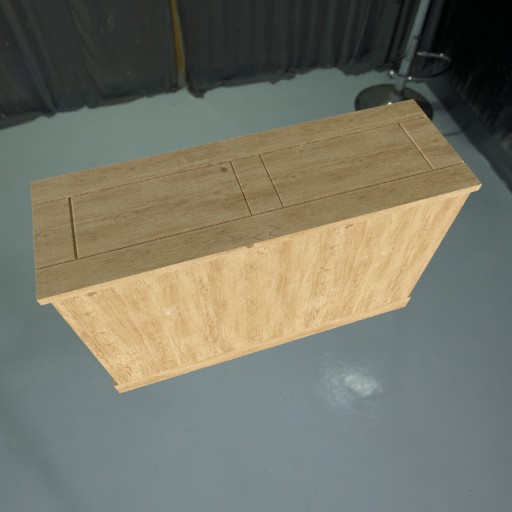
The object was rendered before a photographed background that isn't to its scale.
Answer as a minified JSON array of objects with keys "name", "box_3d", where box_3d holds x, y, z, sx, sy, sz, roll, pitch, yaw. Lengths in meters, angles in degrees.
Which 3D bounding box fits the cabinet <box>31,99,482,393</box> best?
[{"name":"cabinet","box_3d":[0.000,0.000,1.701,1.321,0.810,0.432,-15,58,-10]}]
